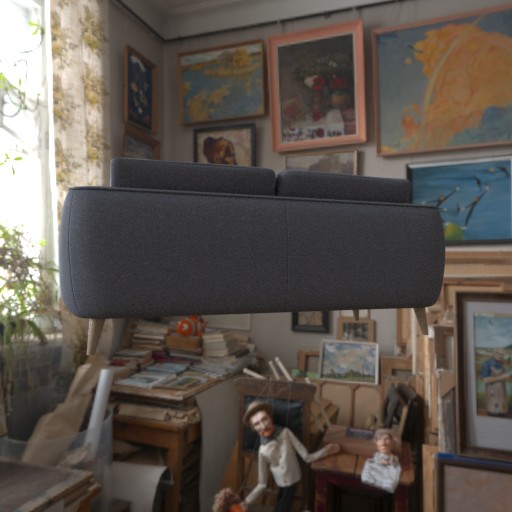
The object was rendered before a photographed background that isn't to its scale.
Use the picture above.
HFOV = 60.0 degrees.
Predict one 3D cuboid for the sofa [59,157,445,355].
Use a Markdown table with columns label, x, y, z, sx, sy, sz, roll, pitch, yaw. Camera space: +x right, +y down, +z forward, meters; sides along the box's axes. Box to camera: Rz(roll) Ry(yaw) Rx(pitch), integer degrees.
| label | x | y | z | sx | sy | sz | roll | pitch | yaw |
| --- | --- | --- | --- | --- | --- | --- | --- | --- | --- |
| sofa | 0.000 | 0.000 | 2.550 | 2.000 | 0.870 | 0.920 | 1 | -2 | -19 |
